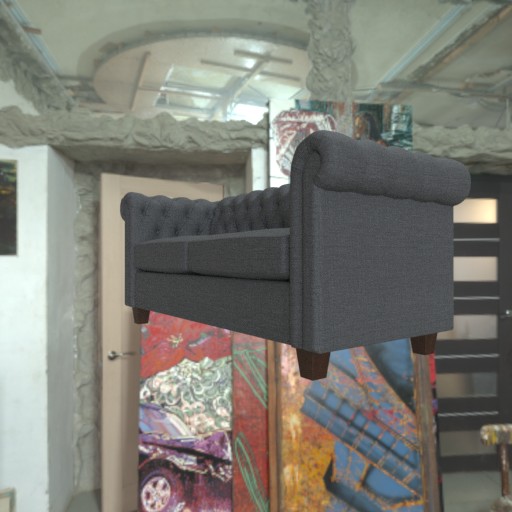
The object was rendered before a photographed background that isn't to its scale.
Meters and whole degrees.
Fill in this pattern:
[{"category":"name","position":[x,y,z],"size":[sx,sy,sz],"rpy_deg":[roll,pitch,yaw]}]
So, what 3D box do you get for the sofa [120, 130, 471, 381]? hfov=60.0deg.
[{"category":"sofa","position":[0.000,0.000,2.221],"size":[0.783,0.797,1.798],"rpy_deg":[0,0,-36]}]
